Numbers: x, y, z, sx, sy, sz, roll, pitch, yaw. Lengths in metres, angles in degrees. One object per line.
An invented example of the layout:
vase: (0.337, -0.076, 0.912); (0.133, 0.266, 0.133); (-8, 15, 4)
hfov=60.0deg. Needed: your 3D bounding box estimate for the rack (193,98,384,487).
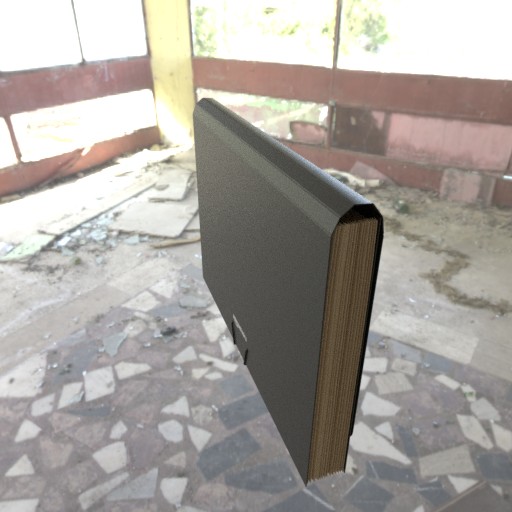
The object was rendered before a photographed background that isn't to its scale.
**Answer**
rack: (0.000, 0.000, 0.432); (0.041, 0.241, 0.330); (-10, 31, -17)
